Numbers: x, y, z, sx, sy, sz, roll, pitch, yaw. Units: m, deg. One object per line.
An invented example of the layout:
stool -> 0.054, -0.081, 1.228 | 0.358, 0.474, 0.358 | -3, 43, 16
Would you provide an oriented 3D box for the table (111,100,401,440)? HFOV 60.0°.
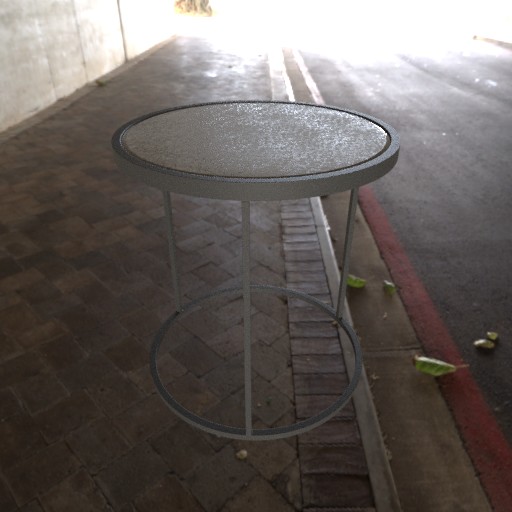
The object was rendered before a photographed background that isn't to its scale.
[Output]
table -> 0.000, 0.000, 0.876 | 0.470, 0.498, 0.470 | 0, 31, 0
